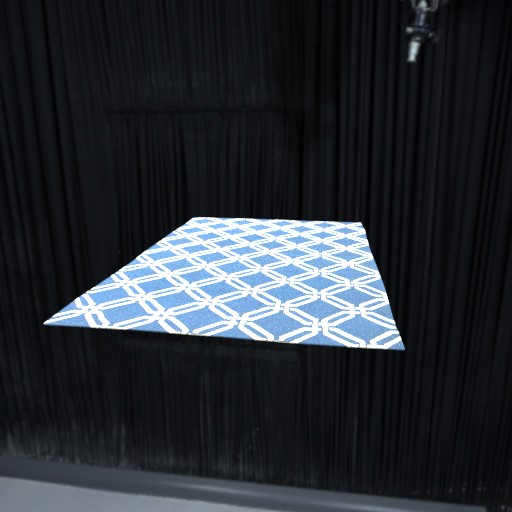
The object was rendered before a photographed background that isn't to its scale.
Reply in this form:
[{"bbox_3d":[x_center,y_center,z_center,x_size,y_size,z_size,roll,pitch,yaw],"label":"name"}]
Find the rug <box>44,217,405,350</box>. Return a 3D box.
[{"bbox_3d":[0.000,0.000,2.192,1.153,0.010,1.755,2,17,8],"label":"rug"}]
